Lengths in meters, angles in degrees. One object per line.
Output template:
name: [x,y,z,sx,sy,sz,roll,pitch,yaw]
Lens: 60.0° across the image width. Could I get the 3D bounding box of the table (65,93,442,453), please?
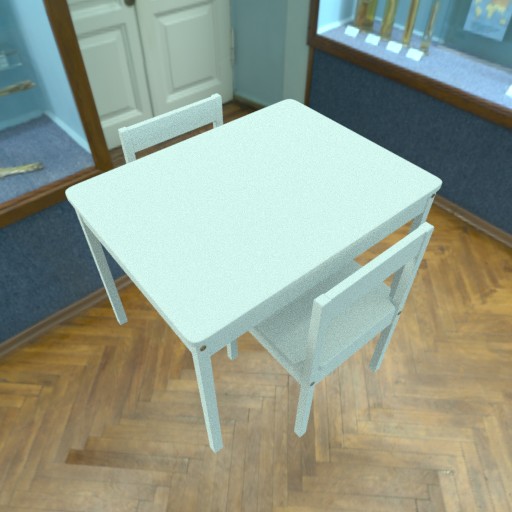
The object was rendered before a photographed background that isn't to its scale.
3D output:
table: [0.000,0.000,1.096,0.650,0.503,0.672,-31,53,-26]
